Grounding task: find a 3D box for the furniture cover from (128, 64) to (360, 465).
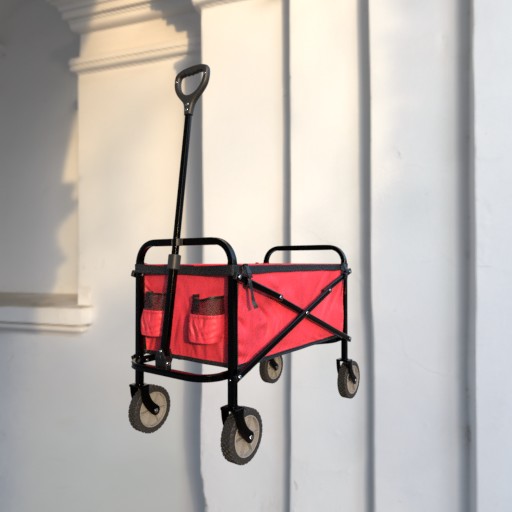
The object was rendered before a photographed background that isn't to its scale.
[{"bbox_3d":[0.000,0.000,1.815,0.532,1.295,1.038,0,-1,36],"label":"furniture cover"}]
